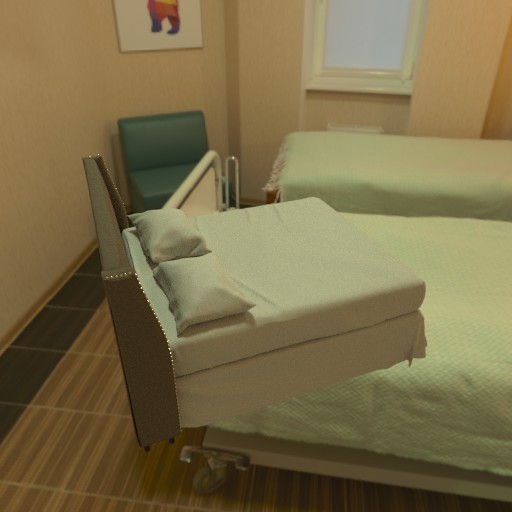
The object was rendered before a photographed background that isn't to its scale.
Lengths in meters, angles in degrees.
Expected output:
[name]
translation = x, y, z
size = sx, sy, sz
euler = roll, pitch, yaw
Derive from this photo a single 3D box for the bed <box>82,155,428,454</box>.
[bed]
translation = 0.000, 0.000, 3.469
size = 2.276, 1.332, 1.925
euler = -11, 33, -18
